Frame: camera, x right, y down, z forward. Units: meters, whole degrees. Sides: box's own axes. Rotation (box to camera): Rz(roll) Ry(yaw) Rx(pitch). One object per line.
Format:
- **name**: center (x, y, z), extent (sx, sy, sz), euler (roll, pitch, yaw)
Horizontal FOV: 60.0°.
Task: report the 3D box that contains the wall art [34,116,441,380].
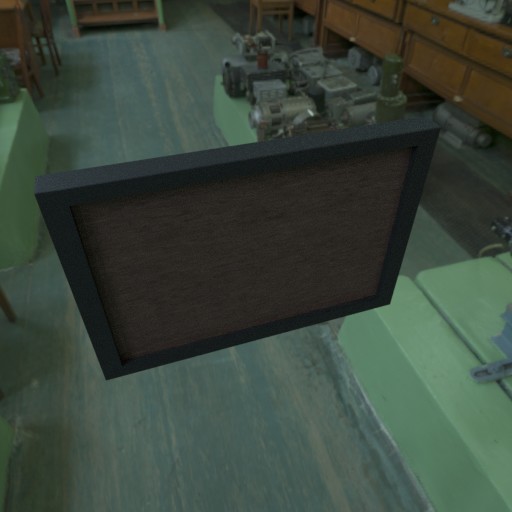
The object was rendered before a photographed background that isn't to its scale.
- **wall art**: center (0.000, 0.000, 0.866), extent (0.671, 0.456, 0.051), euler (-12, 42, -14)
